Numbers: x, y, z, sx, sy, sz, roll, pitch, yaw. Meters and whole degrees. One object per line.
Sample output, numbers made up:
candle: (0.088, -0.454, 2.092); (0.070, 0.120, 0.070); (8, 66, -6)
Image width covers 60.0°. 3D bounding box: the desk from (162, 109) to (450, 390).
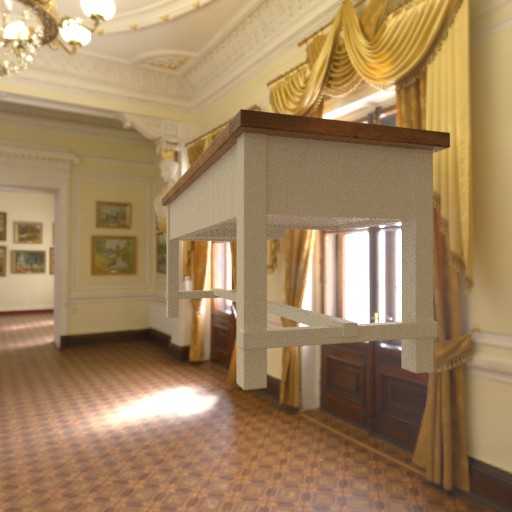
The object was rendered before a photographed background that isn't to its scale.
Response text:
desk: (0.000, 0.000, 2.142); (0.688, 0.762, 1.803); (0, -1, -18)
